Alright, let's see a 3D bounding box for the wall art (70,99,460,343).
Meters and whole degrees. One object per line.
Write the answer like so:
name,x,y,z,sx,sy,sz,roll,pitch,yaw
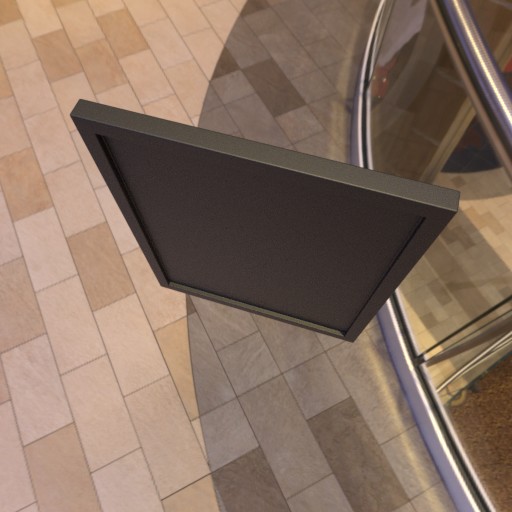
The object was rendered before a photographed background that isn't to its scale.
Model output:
wall art,0.000,0.000,0.757,0.457,0.559,0.028,16,66,7
